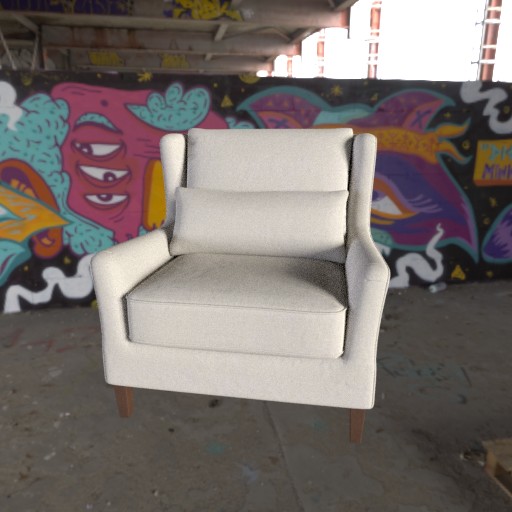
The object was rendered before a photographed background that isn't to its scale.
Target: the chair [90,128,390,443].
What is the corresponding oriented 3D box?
[{"bbox_3d":[0.000,0.000,1.880,0.982,1.056,1.040,3,15,9],"label":"chair"}]
